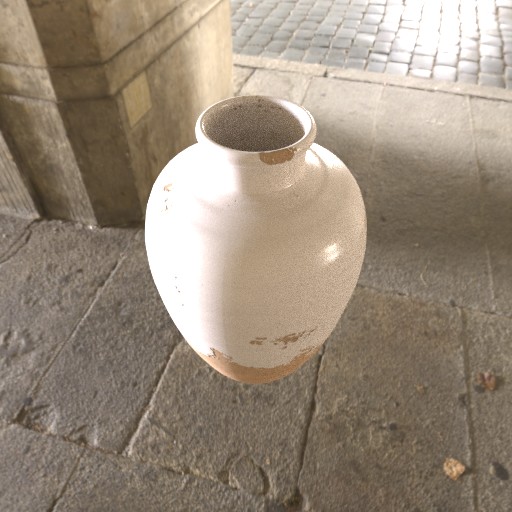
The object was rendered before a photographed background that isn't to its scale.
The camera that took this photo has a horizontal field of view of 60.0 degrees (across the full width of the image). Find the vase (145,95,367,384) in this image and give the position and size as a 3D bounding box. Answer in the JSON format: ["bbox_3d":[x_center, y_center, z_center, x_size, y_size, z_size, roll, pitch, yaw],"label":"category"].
[{"bbox_3d":[0.000,0.000,0.342,0.158,0.228,0.158,0,46,0],"label":"vase"}]
